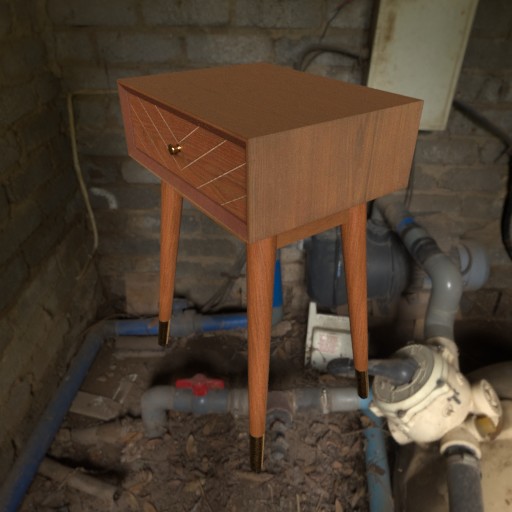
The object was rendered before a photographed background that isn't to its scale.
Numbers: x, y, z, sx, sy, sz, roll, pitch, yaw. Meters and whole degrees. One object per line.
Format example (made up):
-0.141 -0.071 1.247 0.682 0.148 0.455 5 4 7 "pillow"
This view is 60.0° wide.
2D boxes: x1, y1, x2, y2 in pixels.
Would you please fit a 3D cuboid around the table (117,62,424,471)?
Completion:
0.000 0.000 0.830 0.300 0.599 0.406 -21 38 -29 "table"
